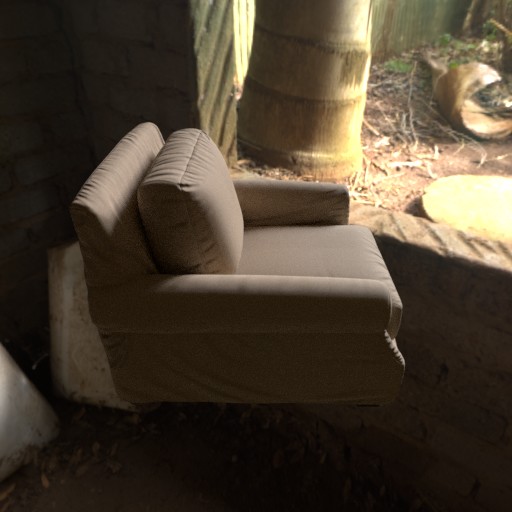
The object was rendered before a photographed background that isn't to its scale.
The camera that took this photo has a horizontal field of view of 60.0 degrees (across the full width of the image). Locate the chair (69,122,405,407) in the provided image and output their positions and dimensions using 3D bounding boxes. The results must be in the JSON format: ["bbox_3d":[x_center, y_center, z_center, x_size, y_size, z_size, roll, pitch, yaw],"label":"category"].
[{"bbox_3d":[0.000,0.000,1.748,1.066,0.866,0.940,0,32,1],"label":"chair"}]
